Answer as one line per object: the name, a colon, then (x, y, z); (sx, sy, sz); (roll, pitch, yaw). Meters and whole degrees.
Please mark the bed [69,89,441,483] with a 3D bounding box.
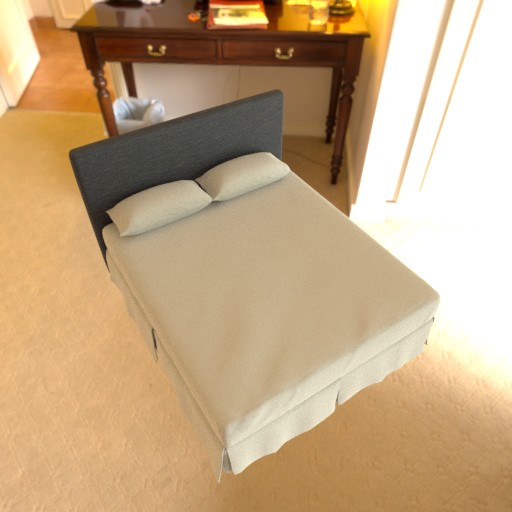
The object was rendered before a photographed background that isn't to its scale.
bed: (0.000, 0.000, 3.280); (1.884, 1.330, 2.142); (-25, 50, -22)
